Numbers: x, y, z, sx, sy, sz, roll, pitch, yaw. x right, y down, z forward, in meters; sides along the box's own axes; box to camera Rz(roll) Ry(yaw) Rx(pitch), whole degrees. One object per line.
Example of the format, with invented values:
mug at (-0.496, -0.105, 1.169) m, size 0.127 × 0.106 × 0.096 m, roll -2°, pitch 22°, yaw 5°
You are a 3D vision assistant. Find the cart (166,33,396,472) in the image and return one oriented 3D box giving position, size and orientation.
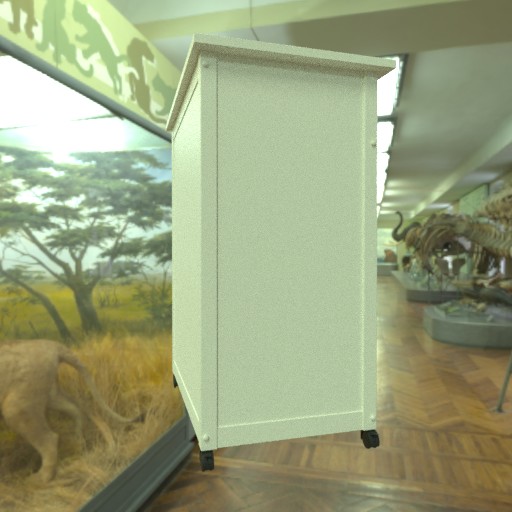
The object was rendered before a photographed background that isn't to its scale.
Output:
cart at (0.000, 0.000, 1.241) m, size 0.442 × 0.864 × 0.683 m, roll 0°, pitch 1°, yaw -16°
